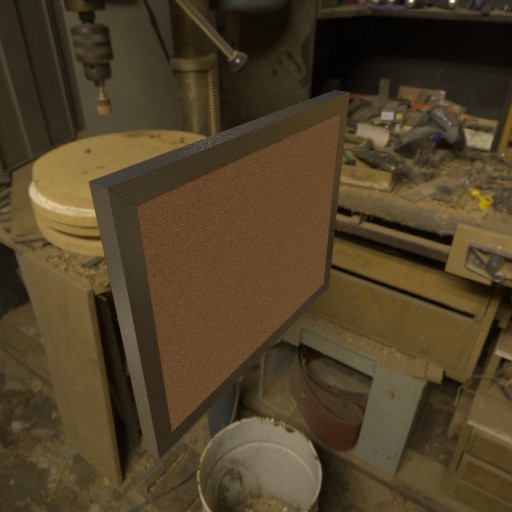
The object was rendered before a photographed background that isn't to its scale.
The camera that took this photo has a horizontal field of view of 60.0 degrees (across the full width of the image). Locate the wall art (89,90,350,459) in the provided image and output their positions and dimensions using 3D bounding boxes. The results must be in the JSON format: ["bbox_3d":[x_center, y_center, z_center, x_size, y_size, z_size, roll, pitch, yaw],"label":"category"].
[{"bbox_3d":[0.000,0.000,0.771,0.032,0.456,0.557,21,38,30],"label":"wall art"}]
